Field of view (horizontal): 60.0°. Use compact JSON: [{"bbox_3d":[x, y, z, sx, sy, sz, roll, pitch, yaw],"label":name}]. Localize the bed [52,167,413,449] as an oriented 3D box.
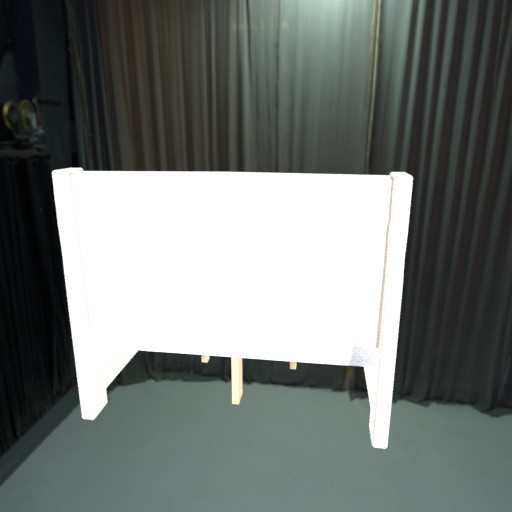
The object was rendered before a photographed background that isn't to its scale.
[{"bbox_3d":[0.000,0.000,3.411,1.778,1.471,2.293,2,16,8],"label":"bed"}]
